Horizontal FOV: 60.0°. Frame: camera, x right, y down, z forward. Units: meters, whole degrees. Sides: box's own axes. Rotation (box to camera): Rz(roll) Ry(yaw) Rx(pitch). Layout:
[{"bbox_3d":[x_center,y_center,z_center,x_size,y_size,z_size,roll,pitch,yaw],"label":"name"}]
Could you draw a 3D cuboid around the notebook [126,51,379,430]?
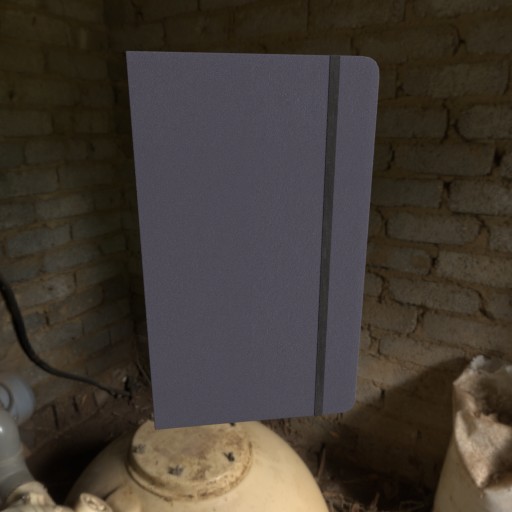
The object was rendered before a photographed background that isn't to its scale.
[{"bbox_3d":[0.000,0.000,0.256,0.127,0.213,0.016,-2,17,-8],"label":"notebook"}]
